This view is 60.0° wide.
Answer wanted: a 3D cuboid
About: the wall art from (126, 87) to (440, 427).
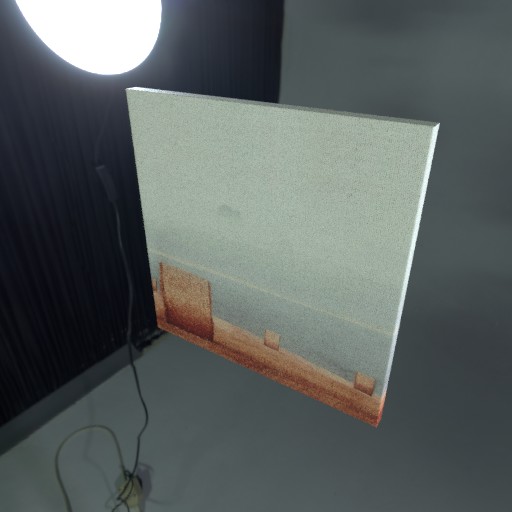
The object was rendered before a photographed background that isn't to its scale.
[{"bbox_3d":[0.000,0.000,1.144,0.760,0.760,0.042,17,34,28],"label":"wall art"}]
